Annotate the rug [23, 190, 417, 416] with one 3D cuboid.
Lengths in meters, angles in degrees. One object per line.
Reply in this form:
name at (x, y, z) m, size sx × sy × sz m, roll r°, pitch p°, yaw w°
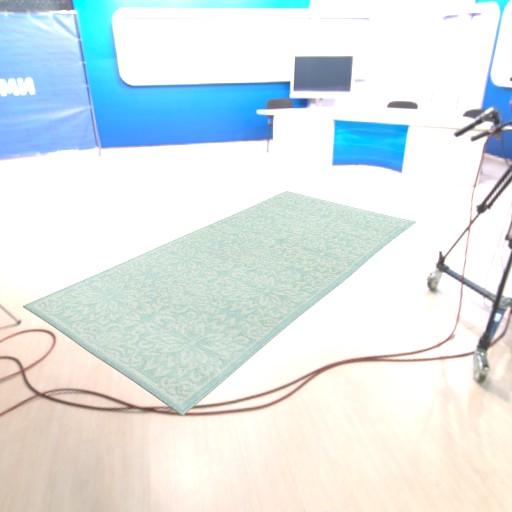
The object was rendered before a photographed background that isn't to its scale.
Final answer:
rug at (0.000, 0.000, 1.425) m, size 0.604 × 0.007 × 1.219 m, roll 19°, pitch 33°, yaw 33°
